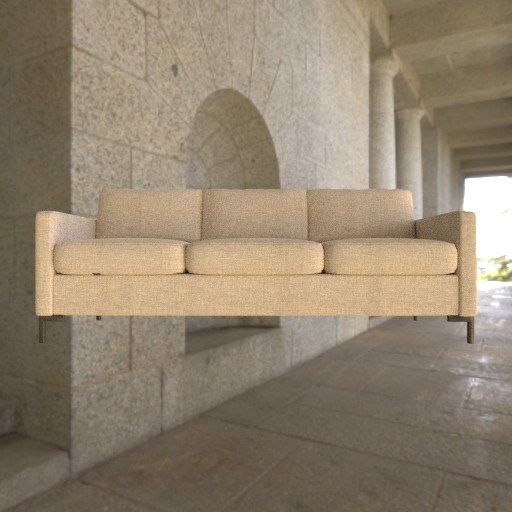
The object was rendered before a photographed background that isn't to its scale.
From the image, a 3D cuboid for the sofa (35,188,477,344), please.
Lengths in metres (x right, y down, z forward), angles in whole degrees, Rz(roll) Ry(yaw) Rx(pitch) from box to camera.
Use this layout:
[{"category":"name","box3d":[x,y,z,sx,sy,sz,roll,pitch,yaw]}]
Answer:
[{"category":"sofa","box3d":[0.000,0.000,2.612,2.218,0.874,0.859,0,0,1]}]
